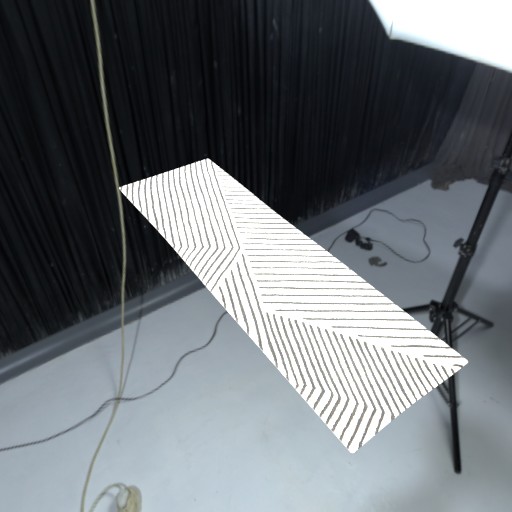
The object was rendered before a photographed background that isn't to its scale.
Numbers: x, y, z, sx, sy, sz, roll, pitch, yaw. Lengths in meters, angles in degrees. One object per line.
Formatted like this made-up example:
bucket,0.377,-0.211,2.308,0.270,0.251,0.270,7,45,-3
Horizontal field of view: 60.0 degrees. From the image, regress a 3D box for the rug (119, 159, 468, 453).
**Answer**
rug,0.000,0.000,2.704,0.773,0.020,2.439,-25,47,-26
